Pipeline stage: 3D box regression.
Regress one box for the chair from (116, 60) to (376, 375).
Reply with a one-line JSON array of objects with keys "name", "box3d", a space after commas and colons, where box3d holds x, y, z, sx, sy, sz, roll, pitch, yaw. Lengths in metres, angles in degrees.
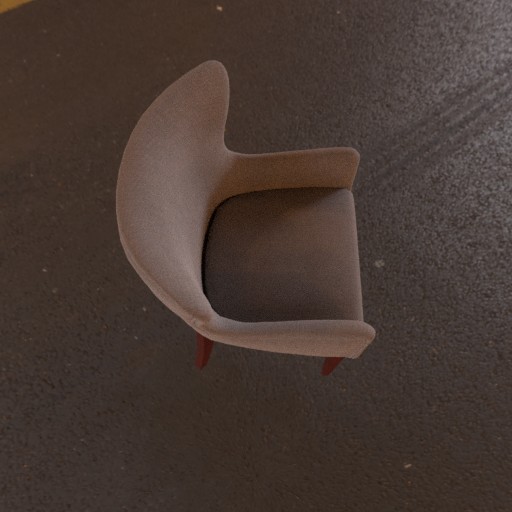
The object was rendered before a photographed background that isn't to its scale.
[{"name": "chair", "box3d": [0.000, 0.000, 1.465, 0.677, 0.948, 0.732, 2, 64, 1]}]
